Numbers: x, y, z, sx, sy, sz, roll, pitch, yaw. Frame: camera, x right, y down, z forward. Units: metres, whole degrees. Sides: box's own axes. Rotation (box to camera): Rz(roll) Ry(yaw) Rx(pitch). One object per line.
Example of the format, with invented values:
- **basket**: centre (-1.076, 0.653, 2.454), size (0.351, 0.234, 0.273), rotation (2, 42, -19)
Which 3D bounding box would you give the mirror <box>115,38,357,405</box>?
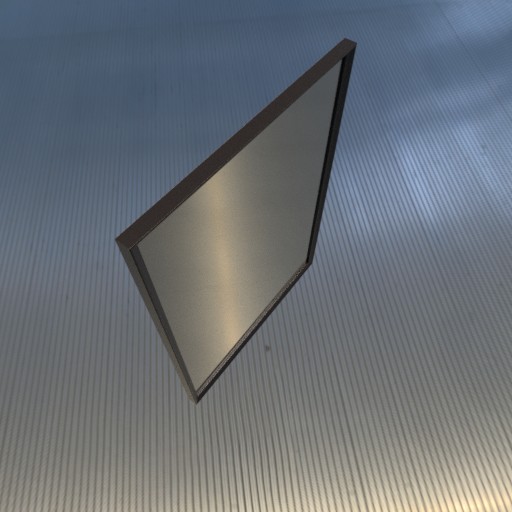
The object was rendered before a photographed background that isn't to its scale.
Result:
- **mirror**: centre (0.000, 0.000, 1.349), size (0.041, 1.016, 0.762), rotation (33, 63, 19)
